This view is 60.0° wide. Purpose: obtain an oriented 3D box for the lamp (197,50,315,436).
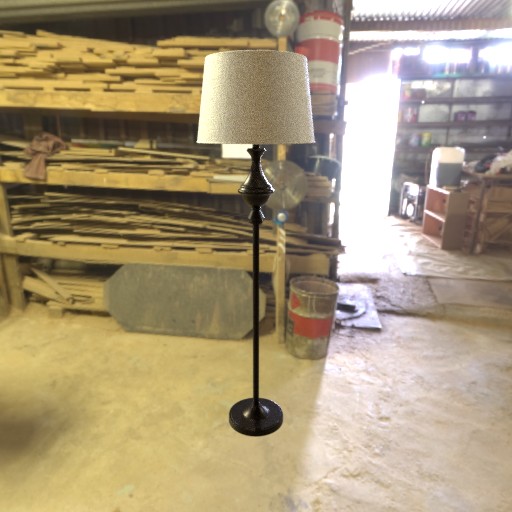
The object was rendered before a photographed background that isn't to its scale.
[{"bbox_3d":[0.000,0.000,1.743,0.431,1.484,0.431,0,16,0],"label":"lamp"}]
